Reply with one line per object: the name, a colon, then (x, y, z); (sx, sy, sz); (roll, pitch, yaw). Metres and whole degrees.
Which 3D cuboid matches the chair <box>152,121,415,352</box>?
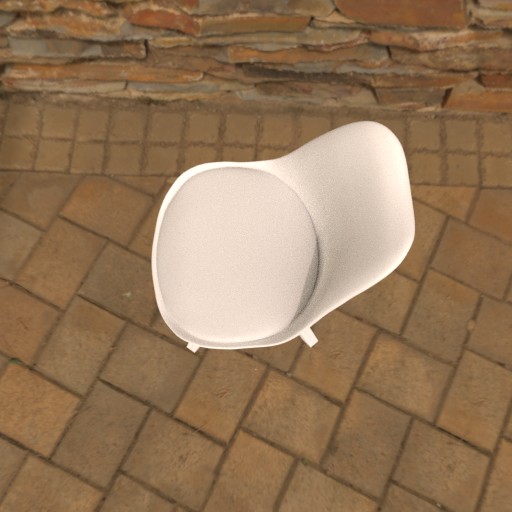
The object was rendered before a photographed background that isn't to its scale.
chair: (0.000, 0.000, 1.177); (0.550, 0.850, 0.485); (-2, 76, -1)
